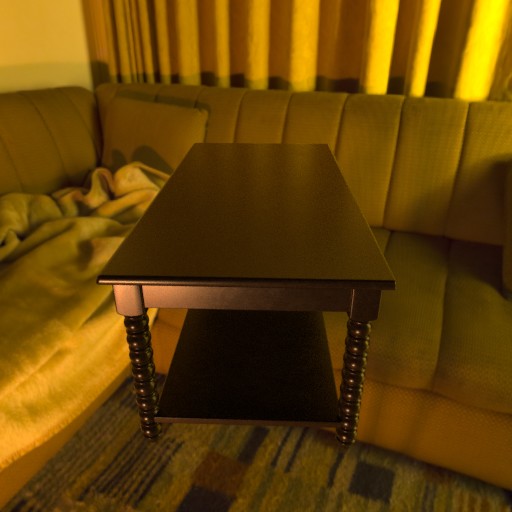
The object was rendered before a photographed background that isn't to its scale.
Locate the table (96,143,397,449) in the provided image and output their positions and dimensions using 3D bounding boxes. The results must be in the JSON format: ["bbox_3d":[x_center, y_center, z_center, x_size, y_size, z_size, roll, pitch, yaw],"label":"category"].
[{"bbox_3d":[0.000,0.000,1.462,0.580,0.487,1.171,1,27,2],"label":"table"}]
